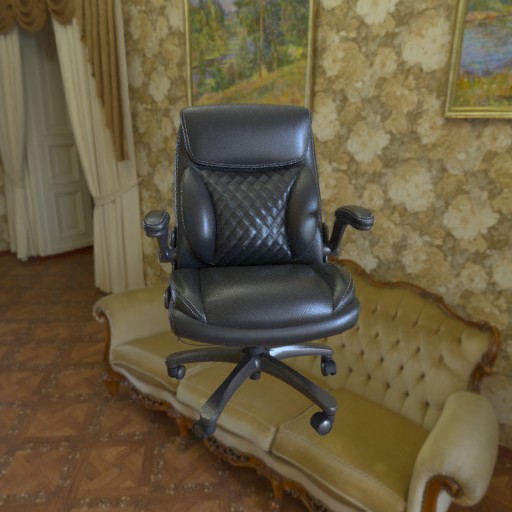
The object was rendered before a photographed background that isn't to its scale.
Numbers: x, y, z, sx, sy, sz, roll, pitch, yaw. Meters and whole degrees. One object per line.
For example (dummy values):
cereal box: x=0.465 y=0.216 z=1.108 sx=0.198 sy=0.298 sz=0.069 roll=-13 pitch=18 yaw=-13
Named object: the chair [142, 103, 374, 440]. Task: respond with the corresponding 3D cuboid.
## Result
chair: x=0.000 y=0.000 z=1.669 sx=0.782 sy=1.110 sz=0.724 roll=-2 pitch=17 yaw=-7
